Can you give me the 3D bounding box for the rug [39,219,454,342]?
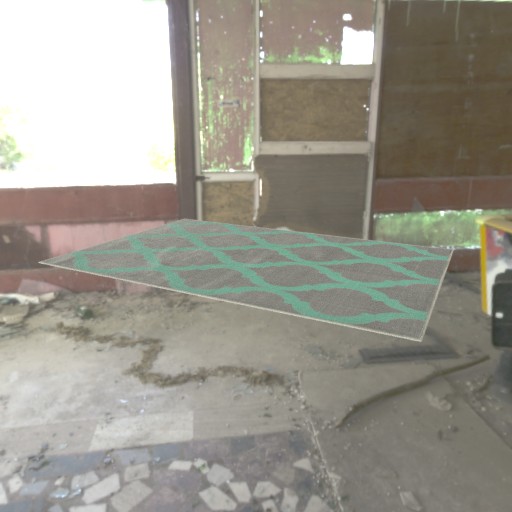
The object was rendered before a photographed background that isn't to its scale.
[{"bbox_3d":[0.000,0.000,2.922,2.286,0.006,1.524,8,18,26],"label":"rug"}]
